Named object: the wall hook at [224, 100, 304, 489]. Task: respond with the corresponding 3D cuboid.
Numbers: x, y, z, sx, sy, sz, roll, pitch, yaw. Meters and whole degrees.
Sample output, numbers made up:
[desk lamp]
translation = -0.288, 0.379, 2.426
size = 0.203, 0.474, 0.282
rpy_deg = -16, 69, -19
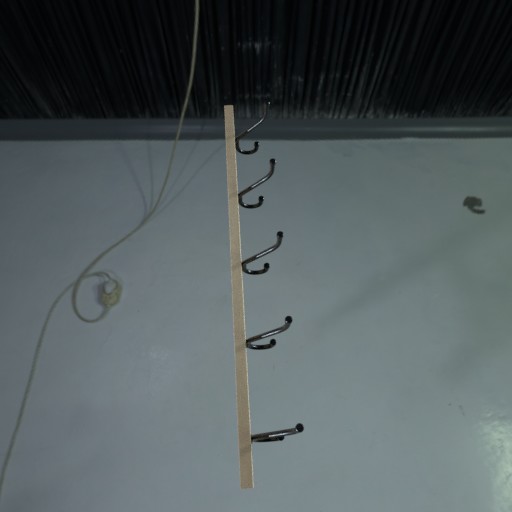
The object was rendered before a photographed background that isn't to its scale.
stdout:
[wall hook]
translation = 0.000, 0.000, 0.618
size = 0.071, 0.117, 0.571
rpy_deg = -3, 63, -2
